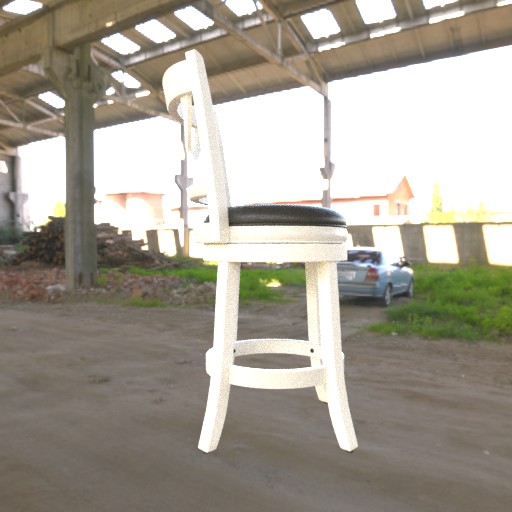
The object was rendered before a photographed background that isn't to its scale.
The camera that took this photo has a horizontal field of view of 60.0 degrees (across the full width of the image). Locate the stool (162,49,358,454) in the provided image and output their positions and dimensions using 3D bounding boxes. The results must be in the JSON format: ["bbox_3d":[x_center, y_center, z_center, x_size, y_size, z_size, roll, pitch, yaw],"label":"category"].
[{"bbox_3d":[0.000,0.000,1.243,0.508,0.953,0.444,0,1,-1],"label":"stool"}]
